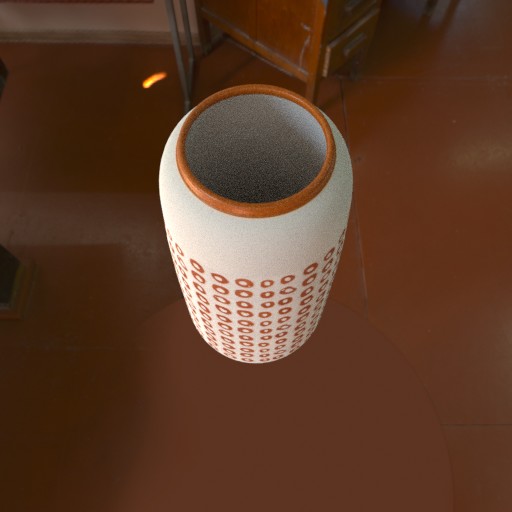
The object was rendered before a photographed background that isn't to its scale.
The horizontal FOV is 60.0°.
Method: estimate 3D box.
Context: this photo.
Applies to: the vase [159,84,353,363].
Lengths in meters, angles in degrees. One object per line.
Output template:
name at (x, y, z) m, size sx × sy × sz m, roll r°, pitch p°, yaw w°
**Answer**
vase at (0.000, 0.000, 0.358) m, size 0.133 × 0.282 × 0.133 m, roll 0°, pitch 65°, yaw 0°
